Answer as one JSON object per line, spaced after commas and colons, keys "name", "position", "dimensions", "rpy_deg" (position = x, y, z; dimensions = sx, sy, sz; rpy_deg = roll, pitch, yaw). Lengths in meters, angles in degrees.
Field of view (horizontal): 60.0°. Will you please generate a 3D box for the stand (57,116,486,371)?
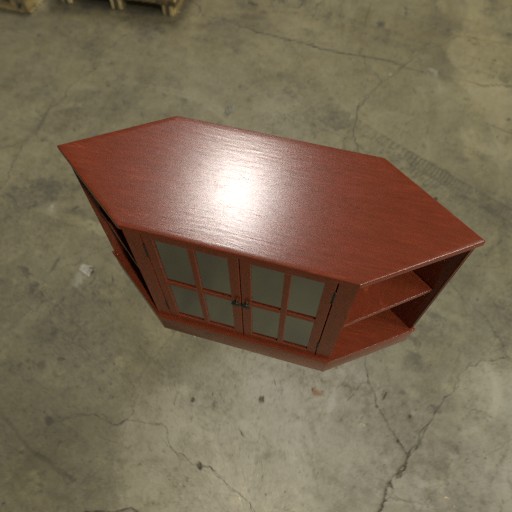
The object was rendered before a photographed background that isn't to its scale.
{"name": "stand", "position": [0.000, 0.000, 1.330], "dimensions": [1.072, 0.614, 0.381], "rpy_deg": [14, 59, 8]}
